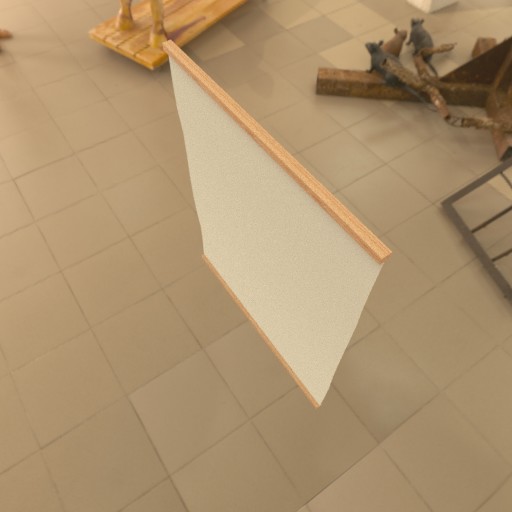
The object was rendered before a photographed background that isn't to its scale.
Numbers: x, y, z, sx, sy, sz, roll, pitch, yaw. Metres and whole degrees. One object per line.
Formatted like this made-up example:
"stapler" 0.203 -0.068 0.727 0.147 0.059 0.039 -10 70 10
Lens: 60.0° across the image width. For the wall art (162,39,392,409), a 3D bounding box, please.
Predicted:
"wall art" 0.000 0.000 0.695 0.013 0.508 0.406 -30 62 -18
